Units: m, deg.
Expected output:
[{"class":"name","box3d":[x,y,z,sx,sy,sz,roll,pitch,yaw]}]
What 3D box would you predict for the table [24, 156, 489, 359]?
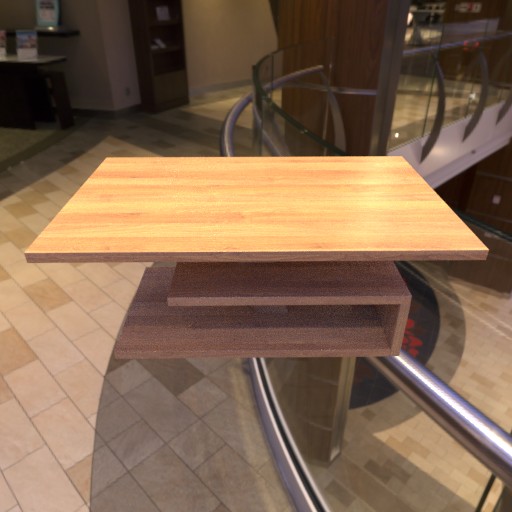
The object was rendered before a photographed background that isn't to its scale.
[{"class":"table","box3d":[0.000,0.000,1.461,1.100,0.442,0.700,0,31,-1]}]
